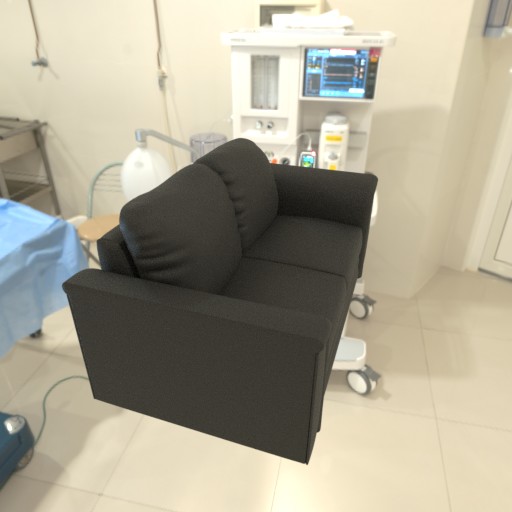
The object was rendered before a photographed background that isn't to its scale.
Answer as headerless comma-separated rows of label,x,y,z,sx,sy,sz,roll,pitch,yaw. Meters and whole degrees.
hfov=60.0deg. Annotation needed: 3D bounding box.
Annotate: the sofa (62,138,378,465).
sofa,0.000,0.000,1.993,0.887,0.845,1.386,10,32,17
